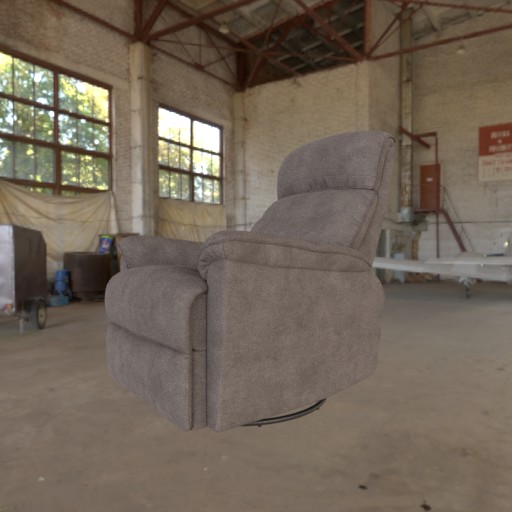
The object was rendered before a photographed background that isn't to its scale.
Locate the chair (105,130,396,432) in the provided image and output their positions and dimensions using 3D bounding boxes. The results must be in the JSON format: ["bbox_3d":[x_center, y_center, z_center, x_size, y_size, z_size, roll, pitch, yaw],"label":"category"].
[{"bbox_3d":[0.000,0.000,1.712,1.009,1.036,0.830,-1,1,-36],"label":"chair"}]
